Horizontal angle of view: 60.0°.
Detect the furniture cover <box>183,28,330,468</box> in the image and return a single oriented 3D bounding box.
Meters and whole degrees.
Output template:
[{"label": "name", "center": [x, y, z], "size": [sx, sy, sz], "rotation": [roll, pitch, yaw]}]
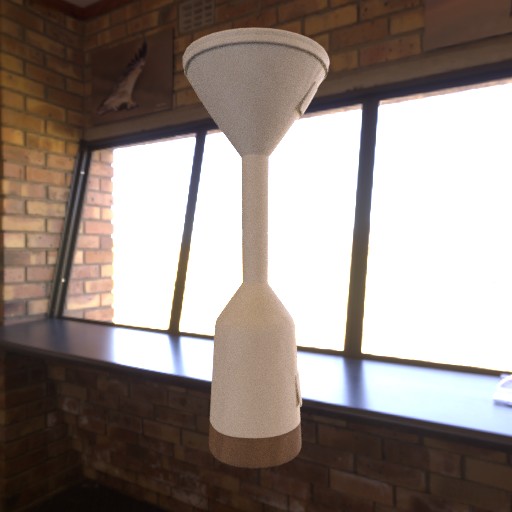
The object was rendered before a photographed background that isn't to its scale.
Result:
[{"label": "furniture cover", "center": [0.000, 0.000, 2.790], "size": [0.914, 2.413, 0.914], "rotation": [0, 1, 0]}]
